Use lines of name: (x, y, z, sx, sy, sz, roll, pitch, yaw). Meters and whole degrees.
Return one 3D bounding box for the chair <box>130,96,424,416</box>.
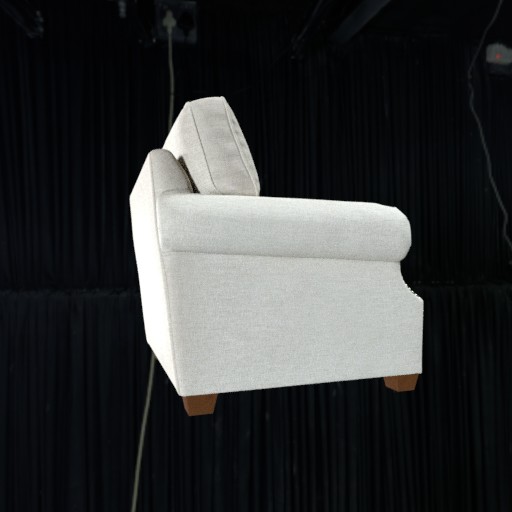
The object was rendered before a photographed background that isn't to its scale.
chair: (0.000, 0.000, 1.850, 0.965, 0.961, 1.092, 0, -1, -19)
